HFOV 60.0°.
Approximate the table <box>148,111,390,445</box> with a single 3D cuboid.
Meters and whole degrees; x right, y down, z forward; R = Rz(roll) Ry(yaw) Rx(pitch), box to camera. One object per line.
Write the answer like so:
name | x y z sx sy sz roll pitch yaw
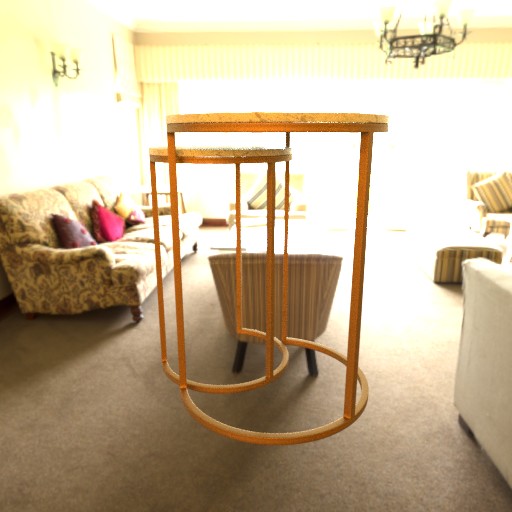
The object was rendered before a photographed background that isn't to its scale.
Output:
table | 0.000 0.000 0.923 0.507 0.550 0.400 15 21 43
